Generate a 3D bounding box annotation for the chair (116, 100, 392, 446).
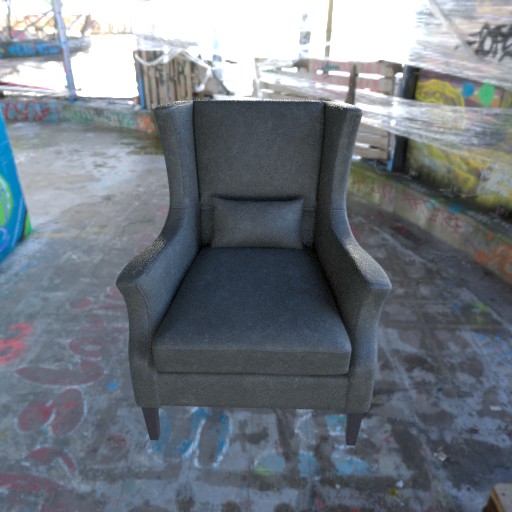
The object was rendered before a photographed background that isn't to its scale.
[{"bbox_3d":[0.000,0.000,1.674,0.853,1.016,0.926,1,29,2],"label":"chair"}]
